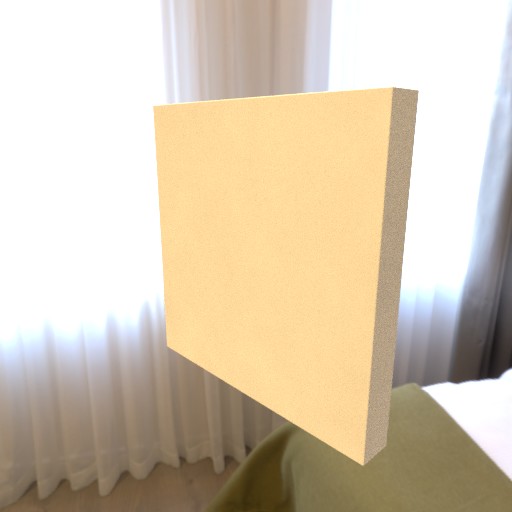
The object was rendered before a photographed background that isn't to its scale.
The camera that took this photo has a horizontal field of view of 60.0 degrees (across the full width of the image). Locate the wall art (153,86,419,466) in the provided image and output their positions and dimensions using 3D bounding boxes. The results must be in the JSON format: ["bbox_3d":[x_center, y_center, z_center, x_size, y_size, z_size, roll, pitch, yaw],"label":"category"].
[{"bbox_3d":[0.000,0.000,0.457,0.038,0.305,0.305,-14,21,-42],"label":"wall art"}]
